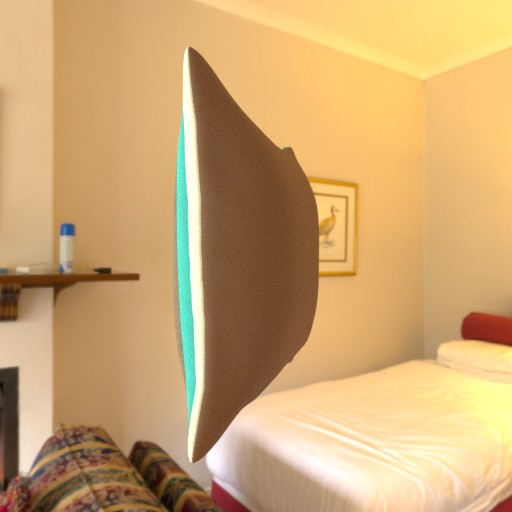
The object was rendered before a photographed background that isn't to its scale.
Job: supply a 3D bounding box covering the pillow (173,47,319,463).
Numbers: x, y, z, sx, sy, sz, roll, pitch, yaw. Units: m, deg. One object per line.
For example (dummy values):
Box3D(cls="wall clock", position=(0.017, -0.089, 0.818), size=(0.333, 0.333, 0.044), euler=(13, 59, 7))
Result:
Box3D(cls="pillow", position=(0.000, 0.000, 0.683), size=(0.168, 0.443, 0.453), euler=(0, 0, 18))
